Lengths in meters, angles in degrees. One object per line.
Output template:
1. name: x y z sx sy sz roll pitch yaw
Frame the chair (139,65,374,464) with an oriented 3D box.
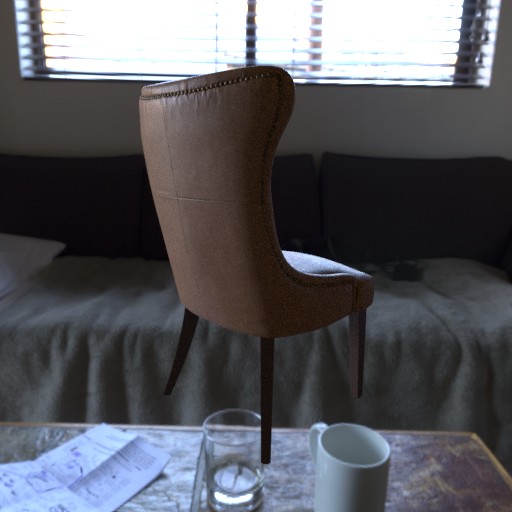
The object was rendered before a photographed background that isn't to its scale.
1. chair: 0.000 0.000 1.474 0.669 1.065 0.611 -12 18 -43
